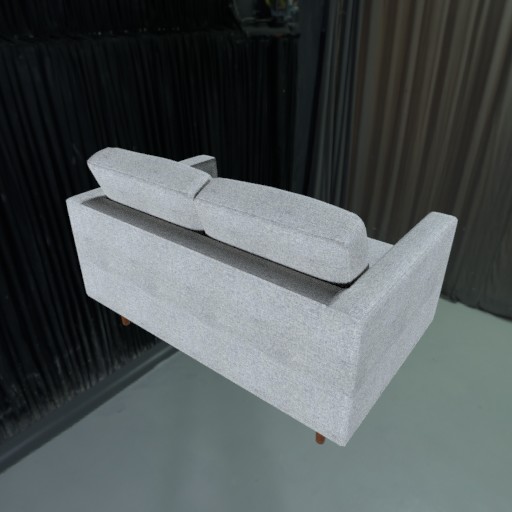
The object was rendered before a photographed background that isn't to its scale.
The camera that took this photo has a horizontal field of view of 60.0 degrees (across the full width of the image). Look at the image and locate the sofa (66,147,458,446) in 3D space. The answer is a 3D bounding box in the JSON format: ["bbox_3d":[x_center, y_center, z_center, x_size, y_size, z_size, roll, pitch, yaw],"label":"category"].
[{"bbox_3d":[0.000,0.000,2.133,1.527,0.973,0.969,21,35,32],"label":"sofa"}]
